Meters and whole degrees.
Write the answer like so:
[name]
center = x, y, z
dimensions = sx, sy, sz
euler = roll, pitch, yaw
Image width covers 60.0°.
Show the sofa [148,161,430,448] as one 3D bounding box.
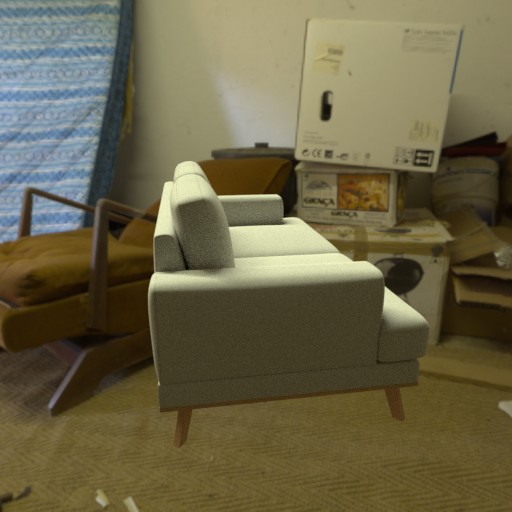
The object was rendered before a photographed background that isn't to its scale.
[sofa]
center = 0.000, 0.000, 2.141
dimensions = 0.915, 0.810, 1.651
euler = -3, 17, -9
